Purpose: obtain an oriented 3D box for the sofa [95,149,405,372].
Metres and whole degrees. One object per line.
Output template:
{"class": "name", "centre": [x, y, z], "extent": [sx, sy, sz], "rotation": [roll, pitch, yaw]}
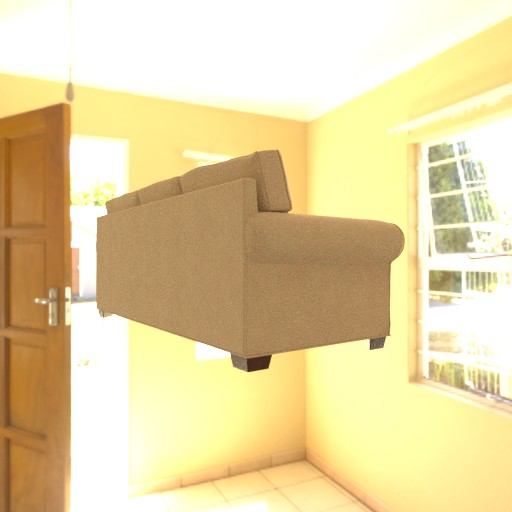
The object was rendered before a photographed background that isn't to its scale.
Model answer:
{"class": "sofa", "centre": [0.000, 0.000, 2.371], "extent": [1.226, 0.734, 1.770], "rotation": [0, 0, -35]}
